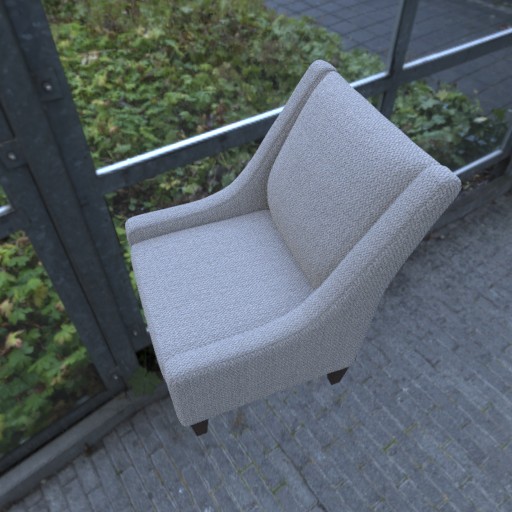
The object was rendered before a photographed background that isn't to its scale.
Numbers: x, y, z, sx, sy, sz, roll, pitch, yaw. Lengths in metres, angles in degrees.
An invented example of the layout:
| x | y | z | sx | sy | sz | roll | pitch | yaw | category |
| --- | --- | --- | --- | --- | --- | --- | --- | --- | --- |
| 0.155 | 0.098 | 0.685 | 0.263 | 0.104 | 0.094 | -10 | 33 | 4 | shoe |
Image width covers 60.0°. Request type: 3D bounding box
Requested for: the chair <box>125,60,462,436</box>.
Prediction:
| x | y | z | sx | sy | sz | roll | pitch | yaw | category |
| --- | --- | --- | --- | --- | --- | --- | --- | --- | --- |
| 0.000 | 0.000 | 1.615 | 0.870 | 1.014 | 0.774 | -16 | 50 | -14 | chair |
